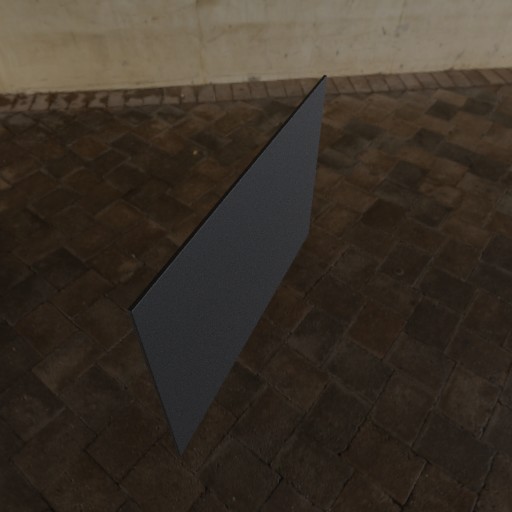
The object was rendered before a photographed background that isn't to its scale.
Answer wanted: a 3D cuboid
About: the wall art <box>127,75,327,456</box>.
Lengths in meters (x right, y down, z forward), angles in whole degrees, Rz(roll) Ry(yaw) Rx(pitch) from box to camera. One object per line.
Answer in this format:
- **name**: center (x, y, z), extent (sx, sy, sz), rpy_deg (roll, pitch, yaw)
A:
- **wall art**: center (0.000, 0.000, 1.560), extent (0.013, 0.811, 1.192), rpy_deg (19, 49, 17)
